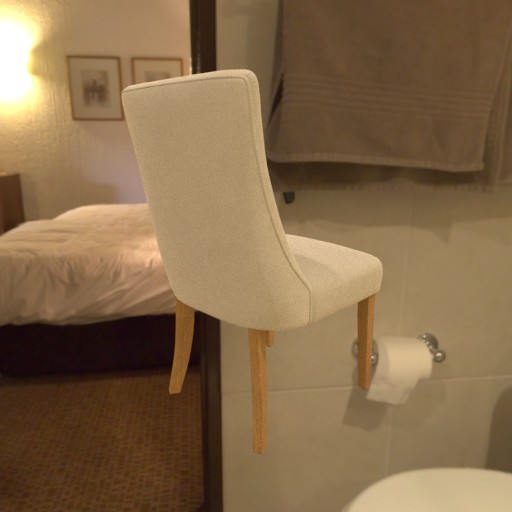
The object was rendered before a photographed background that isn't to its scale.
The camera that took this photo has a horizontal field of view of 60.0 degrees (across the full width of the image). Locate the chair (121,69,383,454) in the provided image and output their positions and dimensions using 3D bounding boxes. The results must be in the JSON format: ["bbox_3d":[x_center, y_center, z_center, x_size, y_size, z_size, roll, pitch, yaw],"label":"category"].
[{"bbox_3d":[0.000,0.000,1.265,0.610,0.902,0.495,-14,20,-43],"label":"chair"}]
